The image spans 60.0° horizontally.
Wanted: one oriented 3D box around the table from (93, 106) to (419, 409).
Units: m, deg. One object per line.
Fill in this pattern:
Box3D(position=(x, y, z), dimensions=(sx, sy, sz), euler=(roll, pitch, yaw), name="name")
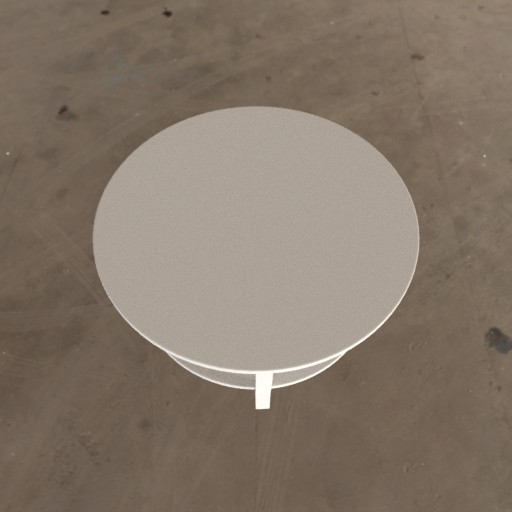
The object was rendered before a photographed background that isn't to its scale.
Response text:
Box3D(position=(0.000, 0.000, 1.450), dimensions=(0.910, 0.457, 0.910), euler=(0, 58, 0), name="table")
